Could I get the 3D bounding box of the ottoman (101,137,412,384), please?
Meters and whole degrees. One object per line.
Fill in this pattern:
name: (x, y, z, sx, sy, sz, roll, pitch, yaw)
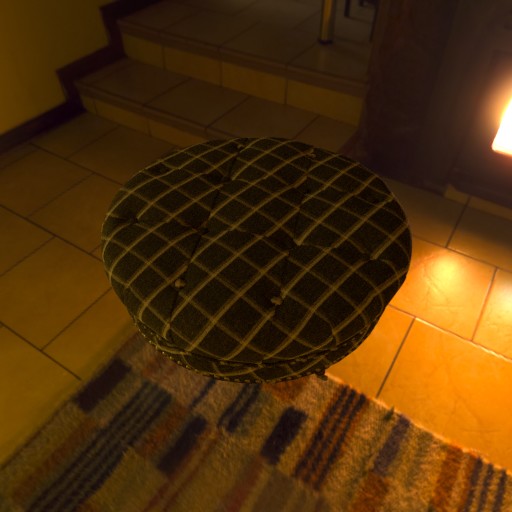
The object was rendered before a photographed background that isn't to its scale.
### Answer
ottoman: (0.000, 0.000, 1.421, 0.901, 0.439, 0.901, 0, 46, 0)
